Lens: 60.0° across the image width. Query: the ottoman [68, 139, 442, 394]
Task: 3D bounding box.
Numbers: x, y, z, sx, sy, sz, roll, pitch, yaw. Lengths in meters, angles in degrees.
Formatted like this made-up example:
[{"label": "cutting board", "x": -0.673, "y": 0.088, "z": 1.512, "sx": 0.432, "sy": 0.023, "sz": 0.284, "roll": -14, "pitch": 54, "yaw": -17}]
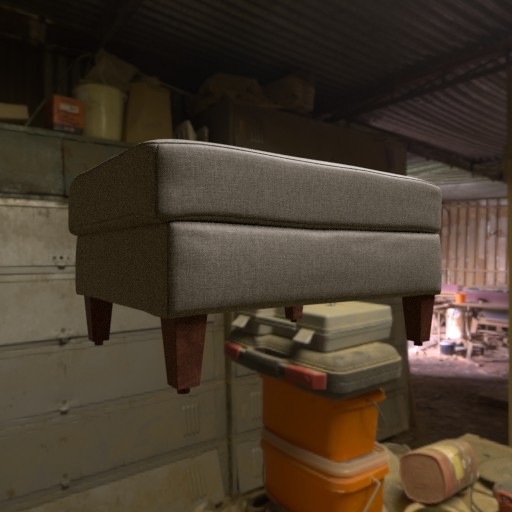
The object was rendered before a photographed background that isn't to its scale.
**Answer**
[{"label": "ottoman", "x": 0.000, "y": 0.000, "z": 1.227, "sx": 0.873, "sy": 0.494, "sz": 0.639, "roll": 0, "pitch": 0, "yaw": -36}]
